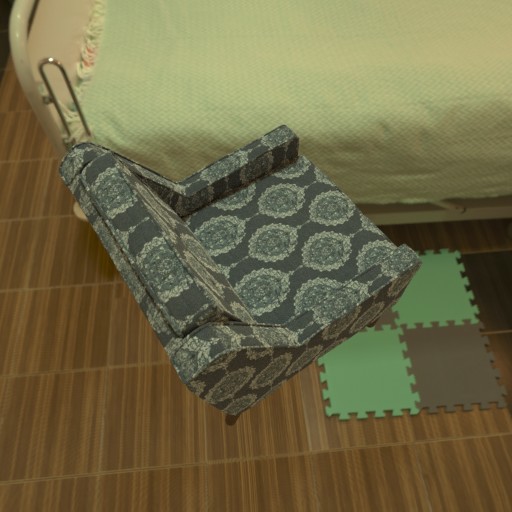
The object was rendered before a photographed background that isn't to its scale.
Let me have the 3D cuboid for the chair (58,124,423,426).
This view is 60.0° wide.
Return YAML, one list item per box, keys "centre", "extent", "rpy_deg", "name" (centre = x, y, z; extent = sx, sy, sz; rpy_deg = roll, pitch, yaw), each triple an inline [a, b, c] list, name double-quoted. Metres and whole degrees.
- centre: [0.000, 0.000, 1.333]
  extent: [0.743, 0.792, 0.663]
  rpy_deg: [-30, 64, -17]
  name: "chair"
